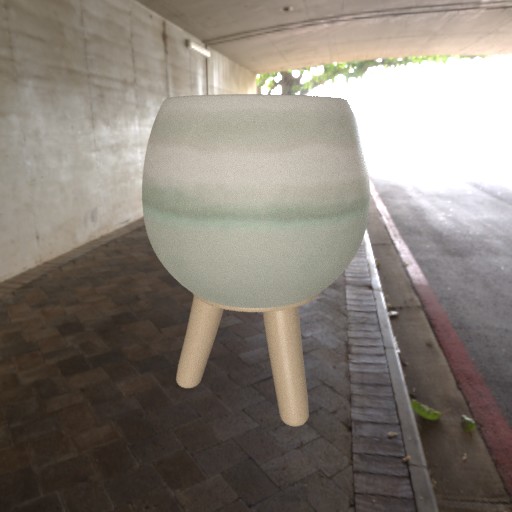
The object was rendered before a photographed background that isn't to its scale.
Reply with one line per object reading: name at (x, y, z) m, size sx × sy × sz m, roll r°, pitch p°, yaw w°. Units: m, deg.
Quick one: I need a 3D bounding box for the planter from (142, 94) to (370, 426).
planter at (0.000, 0.000, 0.336) m, size 0.161 × 0.224 × 0.161 m, roll 0°, pitch 17°, yaw 0°
